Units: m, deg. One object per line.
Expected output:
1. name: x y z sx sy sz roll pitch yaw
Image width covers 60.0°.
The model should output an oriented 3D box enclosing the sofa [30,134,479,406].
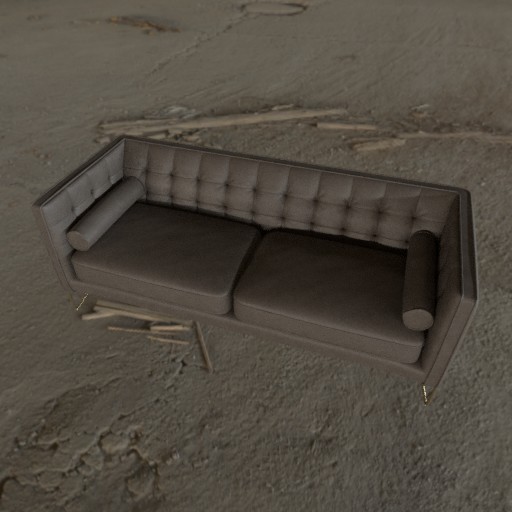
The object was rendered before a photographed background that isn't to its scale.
1. sofa: 0.000 0.000 2.457 2.087 0.789 0.867 12 42 14
